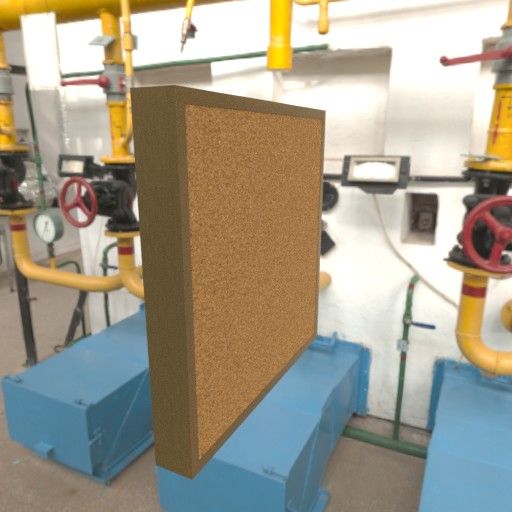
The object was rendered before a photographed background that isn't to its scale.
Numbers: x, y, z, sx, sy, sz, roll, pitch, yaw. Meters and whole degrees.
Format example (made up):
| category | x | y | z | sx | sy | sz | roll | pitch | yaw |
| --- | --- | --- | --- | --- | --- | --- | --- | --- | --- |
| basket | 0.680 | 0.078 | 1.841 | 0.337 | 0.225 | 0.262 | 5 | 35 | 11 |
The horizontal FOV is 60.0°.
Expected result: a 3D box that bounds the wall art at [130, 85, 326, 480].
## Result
| category | x | y | z | sx | sy | sz | roll | pitch | yaw |
| --- | --- | --- | --- | --- | --- | --- | --- | --- | --- |
| wall art | 0.000 | 0.000 | 0.464 | 0.038 | 0.305 | 0.304 | 7 | 17 | 26 |
